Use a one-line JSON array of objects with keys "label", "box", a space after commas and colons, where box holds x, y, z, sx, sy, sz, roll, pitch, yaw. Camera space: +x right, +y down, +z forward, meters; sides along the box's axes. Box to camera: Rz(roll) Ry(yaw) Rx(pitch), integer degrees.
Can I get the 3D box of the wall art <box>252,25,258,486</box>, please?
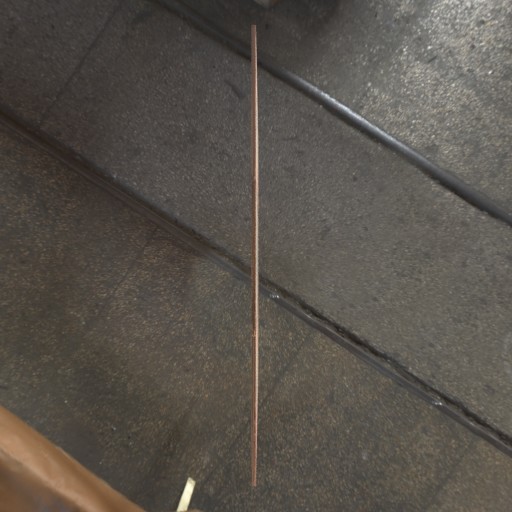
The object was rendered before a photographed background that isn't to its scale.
[{"label": "wall art", "box": [0.000, 0.000, 2.229, 0.014, 1.525, 1.527, 0, 90, 1]}]
